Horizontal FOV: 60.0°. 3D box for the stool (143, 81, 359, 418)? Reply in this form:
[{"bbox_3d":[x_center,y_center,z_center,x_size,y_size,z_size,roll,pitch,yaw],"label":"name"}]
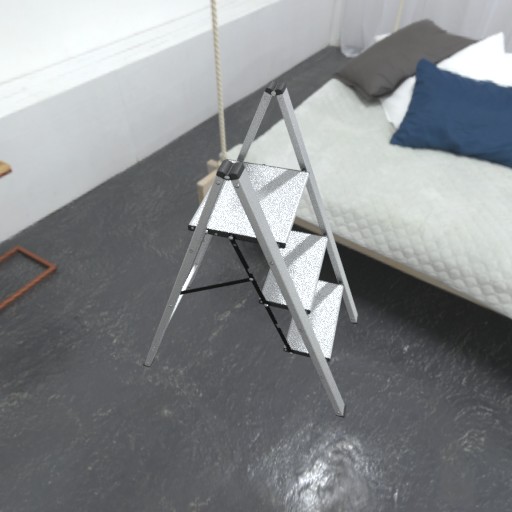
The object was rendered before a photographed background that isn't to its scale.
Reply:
[{"bbox_3d":[0.000,0.000,1.358,0.730,0.902,0.441,11,47,11],"label":"stool"}]
